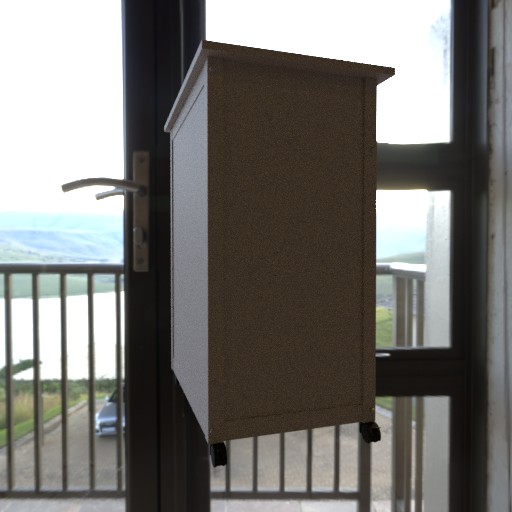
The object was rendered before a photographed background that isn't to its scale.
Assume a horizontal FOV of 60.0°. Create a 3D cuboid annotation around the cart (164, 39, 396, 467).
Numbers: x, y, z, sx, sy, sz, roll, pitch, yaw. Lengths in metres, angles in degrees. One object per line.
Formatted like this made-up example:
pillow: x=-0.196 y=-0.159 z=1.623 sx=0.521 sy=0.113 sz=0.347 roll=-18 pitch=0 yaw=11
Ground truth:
cart: x=0.000 y=0.000 z=1.267 sx=0.442 sy=0.864 sz=0.683 roll=0 pitch=1 yaw=-18
